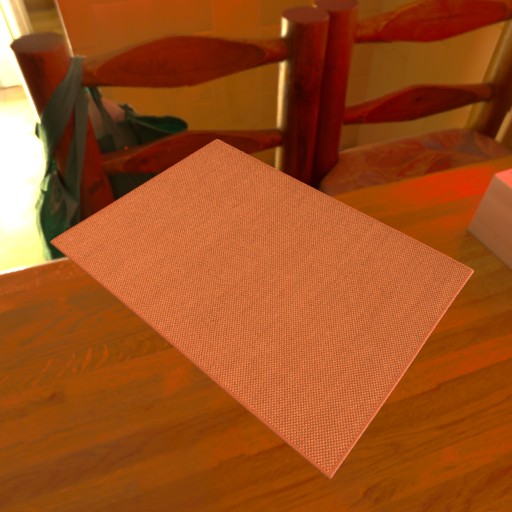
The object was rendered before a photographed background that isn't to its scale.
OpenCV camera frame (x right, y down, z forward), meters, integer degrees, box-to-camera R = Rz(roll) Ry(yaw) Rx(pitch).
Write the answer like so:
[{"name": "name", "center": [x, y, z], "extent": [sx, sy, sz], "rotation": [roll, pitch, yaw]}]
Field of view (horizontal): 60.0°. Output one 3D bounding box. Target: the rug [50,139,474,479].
[{"name": "rug", "center": [0.000, 0.000, 2.719], "extent": [2.134, 0.013, 1.524], "rotation": [33, 56, 26]}]
